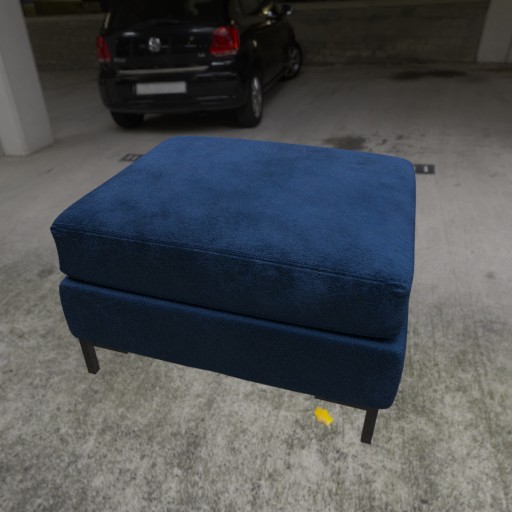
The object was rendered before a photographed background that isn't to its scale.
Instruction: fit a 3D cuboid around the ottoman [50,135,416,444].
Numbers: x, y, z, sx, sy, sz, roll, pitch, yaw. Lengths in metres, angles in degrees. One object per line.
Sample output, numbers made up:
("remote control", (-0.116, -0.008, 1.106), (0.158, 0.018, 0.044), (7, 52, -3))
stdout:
("ottoman", (0.000, 0.000, 1.194), (0.794, 0.485, 0.655), (9, 34, 14))
